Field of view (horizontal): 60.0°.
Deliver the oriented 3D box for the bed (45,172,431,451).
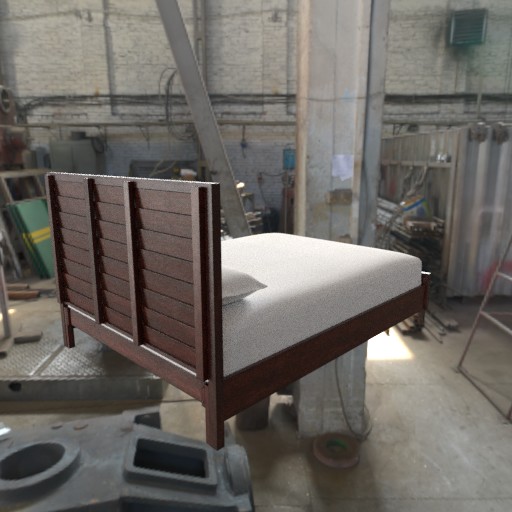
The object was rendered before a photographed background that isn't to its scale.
[{"bbox_3d":[0.000,0.000,3.973,2.040,1.492,2.803,12,18,43],"label":"bed"}]
